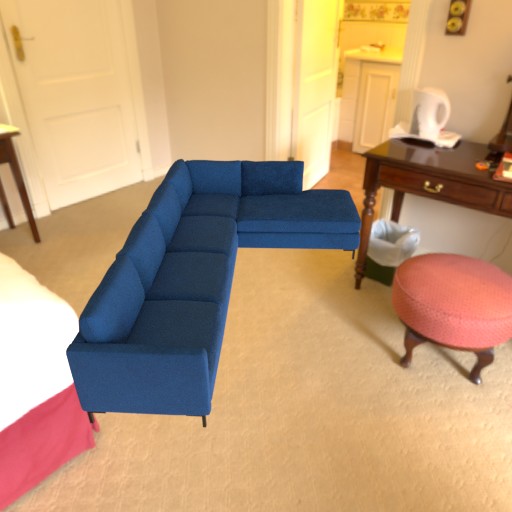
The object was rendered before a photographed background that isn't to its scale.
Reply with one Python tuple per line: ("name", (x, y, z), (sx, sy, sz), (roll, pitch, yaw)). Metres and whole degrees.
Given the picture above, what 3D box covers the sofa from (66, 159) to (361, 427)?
("sofa", (0.000, 0.000, 3.183), (1.707, 0.687, 2.486), (1, 30, 2))
